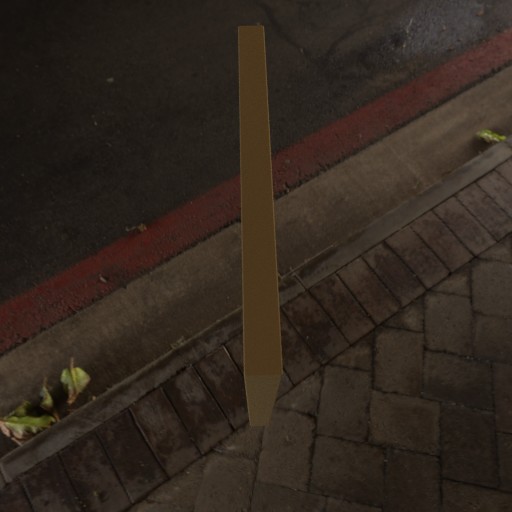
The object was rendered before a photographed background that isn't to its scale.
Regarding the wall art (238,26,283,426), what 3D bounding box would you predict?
[{"bbox_3d":[0.000,0.000,0.463,0.023,0.305,0.305,-1,64,-1],"label":"wall art"}]
